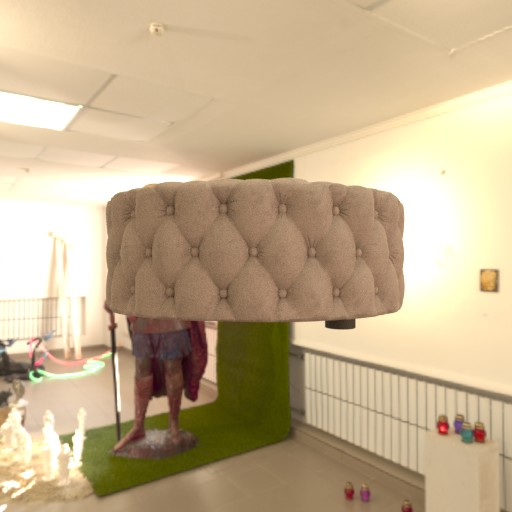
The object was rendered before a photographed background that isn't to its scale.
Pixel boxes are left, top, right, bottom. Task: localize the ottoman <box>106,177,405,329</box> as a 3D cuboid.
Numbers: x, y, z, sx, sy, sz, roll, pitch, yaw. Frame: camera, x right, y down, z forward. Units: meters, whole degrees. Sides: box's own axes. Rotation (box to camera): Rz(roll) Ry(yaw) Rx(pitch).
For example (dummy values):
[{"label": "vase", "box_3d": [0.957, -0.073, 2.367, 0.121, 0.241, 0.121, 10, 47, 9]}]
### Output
[{"label": "ottoman", "box_3d": [0.000, 0.000, 1.544, 0.998, 0.399, 0.998, 0, -1, 0]}]
